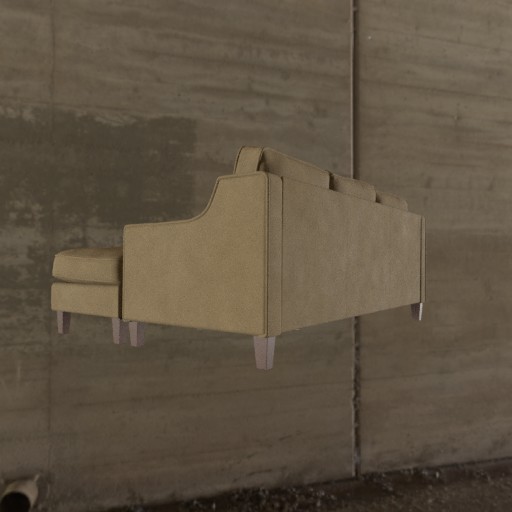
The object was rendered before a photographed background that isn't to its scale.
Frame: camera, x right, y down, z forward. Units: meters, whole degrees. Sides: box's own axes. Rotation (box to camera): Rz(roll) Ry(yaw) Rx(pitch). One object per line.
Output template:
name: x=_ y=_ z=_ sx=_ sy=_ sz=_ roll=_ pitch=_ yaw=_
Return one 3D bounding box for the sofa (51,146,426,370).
sofa: x=0.000 y=0.000 z=3.390 sx=1.858 sy=1.066 sz=2.317 roll=-1 pitch=-1 yaw=37
